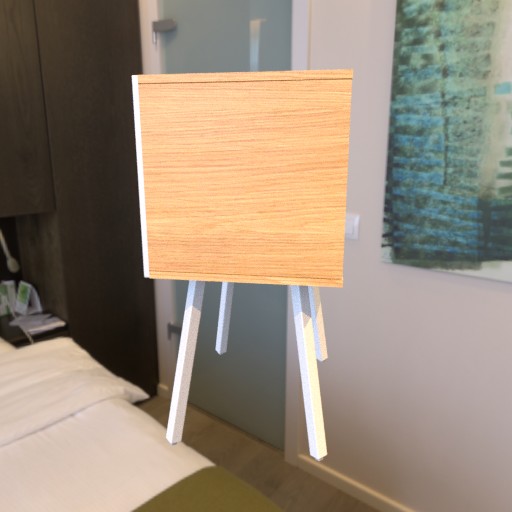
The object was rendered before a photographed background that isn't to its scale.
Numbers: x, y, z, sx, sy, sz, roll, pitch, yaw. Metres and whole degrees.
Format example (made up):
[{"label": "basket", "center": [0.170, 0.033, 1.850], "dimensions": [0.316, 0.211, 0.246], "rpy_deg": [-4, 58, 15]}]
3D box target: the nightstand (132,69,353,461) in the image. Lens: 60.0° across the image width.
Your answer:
[{"label": "nightstand", "center": [0.000, 0.000, 0.854], "dimensions": [0.316, 0.601, 0.400], "rpy_deg": [2, 14, 9]}]
